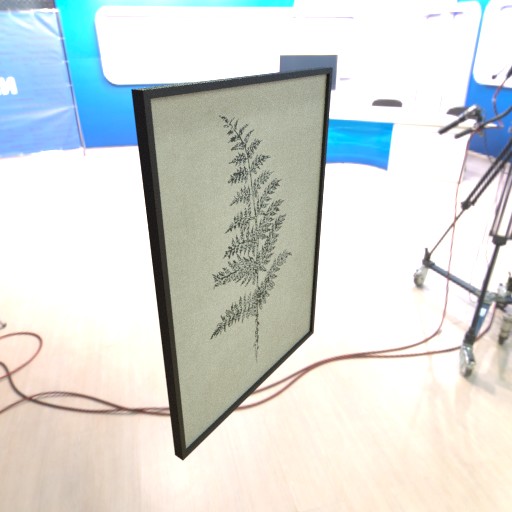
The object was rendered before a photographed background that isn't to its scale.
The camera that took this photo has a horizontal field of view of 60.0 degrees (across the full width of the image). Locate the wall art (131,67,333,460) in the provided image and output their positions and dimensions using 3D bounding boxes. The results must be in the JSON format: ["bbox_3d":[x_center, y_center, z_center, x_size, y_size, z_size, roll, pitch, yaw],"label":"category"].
[{"bbox_3d":[0.000,0.000,1.414,0.036,1.070,0.802,18,32,32],"label":"wall art"}]
